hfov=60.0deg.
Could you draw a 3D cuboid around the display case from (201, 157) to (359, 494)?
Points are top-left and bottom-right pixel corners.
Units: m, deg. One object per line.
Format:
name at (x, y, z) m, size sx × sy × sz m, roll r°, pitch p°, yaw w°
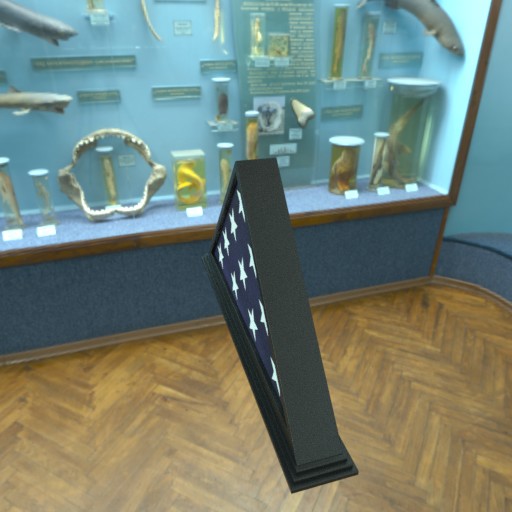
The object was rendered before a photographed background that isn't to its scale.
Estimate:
display case at (0.000, 0.000, 0.763) m, size 0.095 × 0.340 × 0.640 m, roll -8°, pitch 30°, yaw -14°
